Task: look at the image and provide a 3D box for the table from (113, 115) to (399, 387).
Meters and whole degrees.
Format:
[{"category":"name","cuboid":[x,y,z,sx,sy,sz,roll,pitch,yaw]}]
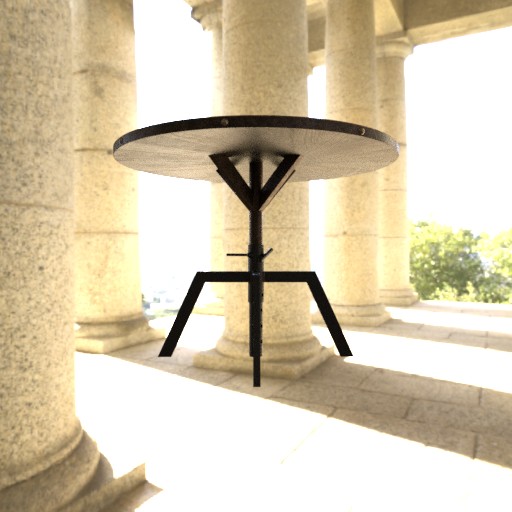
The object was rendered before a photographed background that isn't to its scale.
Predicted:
[{"category":"table","cuboid":[0.000,0.000,1.449,0.885,0.658,0.885,0,1,0]}]
